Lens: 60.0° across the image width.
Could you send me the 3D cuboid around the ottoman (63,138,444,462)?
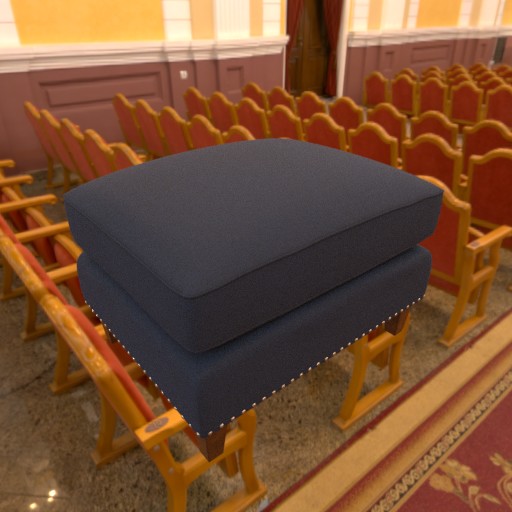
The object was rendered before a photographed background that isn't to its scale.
[{"bbox_3d":[0.000,0.000,1.143,0.741,0.513,0.584,-22,36,-34],"label":"ottoman"}]
